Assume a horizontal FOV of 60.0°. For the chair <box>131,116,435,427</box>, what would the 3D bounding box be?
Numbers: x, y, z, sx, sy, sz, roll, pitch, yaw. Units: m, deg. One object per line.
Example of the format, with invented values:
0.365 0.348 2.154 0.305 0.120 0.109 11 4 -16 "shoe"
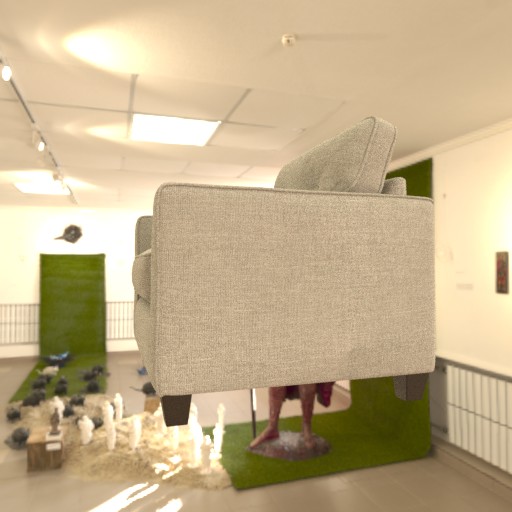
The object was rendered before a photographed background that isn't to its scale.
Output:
0.000 0.000 1.775 0.939 0.965 1.015 0 -1 -18 "chair"
